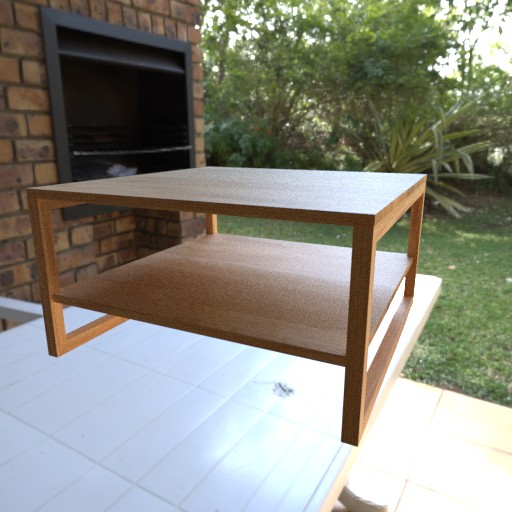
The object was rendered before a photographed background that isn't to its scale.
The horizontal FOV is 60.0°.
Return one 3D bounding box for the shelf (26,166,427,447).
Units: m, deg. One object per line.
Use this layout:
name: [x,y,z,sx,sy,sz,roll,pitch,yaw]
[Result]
shelf: [0.000,0.000,1.419,0.899,0.480,0.899,7,17,25]
